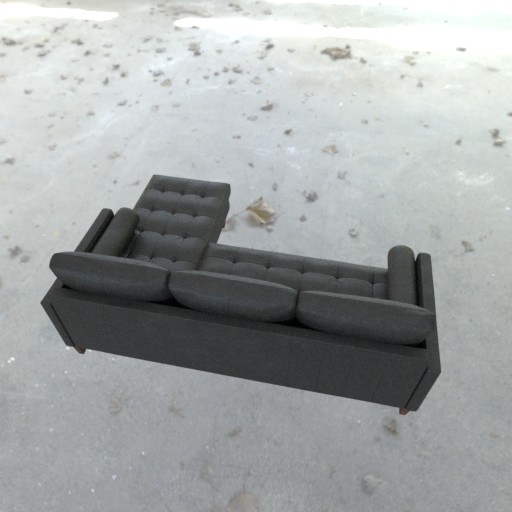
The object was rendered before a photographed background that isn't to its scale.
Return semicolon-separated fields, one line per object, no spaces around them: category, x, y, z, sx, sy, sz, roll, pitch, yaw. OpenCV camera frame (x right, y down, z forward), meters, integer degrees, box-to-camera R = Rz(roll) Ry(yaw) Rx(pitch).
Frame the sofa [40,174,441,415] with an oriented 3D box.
sofa;0.000;0.000;2.940;2.178;0.876;1.497;8;48;8
